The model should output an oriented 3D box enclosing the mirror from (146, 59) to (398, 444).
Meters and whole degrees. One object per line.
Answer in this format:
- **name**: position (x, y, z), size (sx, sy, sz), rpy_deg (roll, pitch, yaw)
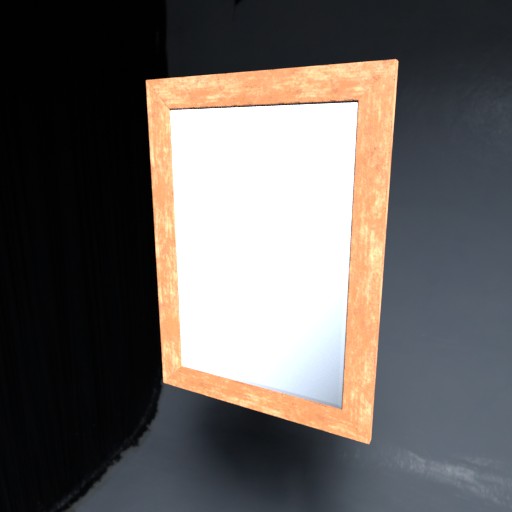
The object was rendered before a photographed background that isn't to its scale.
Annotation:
- **mirror**: position (0.000, 0.000, 1.415), size (0.796, 1.099, 0.028), rpy_deg (7, 16, 26)
